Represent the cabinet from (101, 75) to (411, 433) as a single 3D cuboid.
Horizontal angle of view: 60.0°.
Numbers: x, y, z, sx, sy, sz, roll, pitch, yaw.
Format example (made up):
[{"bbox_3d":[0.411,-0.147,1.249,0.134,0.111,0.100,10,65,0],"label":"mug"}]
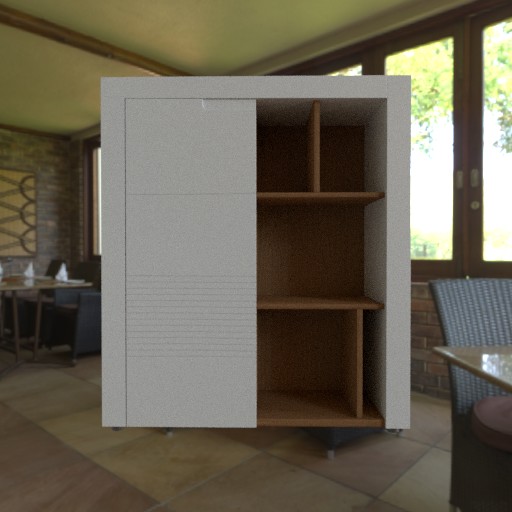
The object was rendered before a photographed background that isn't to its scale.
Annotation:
[{"bbox_3d":[0.000,0.000,1.591,0.990,1.150,0.348,0,1,1],"label":"cabinet"}]
